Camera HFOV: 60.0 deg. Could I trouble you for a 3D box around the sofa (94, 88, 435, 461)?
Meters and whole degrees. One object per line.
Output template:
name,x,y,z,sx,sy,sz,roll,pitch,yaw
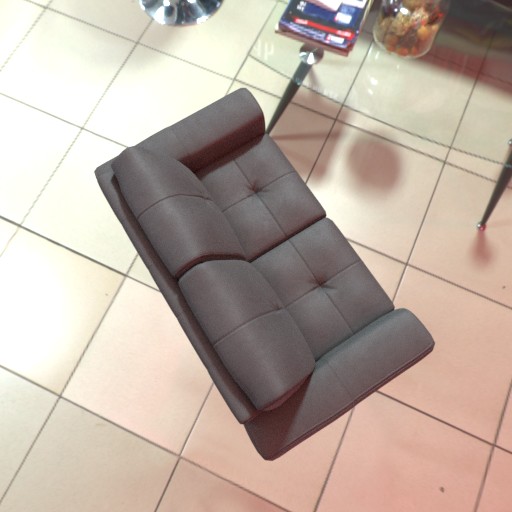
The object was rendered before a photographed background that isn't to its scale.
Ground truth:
sofa,0.000,0.000,2.377,1.018,0.907,1.806,-31,76,-9
